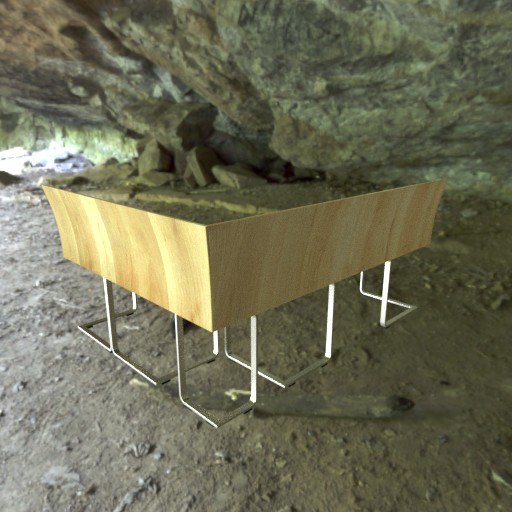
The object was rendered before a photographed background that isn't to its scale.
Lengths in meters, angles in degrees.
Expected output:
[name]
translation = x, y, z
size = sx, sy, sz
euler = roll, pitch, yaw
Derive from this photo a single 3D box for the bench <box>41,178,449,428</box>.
[bench]
translation = 0.000, 0.000, 2.787
size = 1.945, 0.930, 1.495
euler = -16, 23, -42
